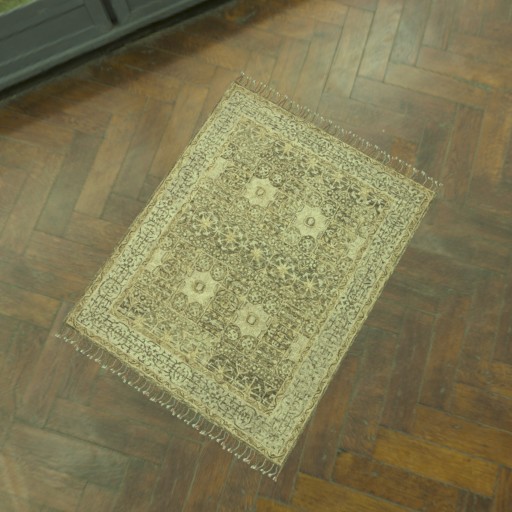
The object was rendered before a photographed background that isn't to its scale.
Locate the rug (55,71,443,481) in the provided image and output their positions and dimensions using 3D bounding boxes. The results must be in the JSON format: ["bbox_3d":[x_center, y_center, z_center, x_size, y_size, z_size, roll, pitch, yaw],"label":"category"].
[{"bbox_3d":[0.000,0.000,4.313,2.431,0.017,3.291,31,79,7],"label":"rug"}]
